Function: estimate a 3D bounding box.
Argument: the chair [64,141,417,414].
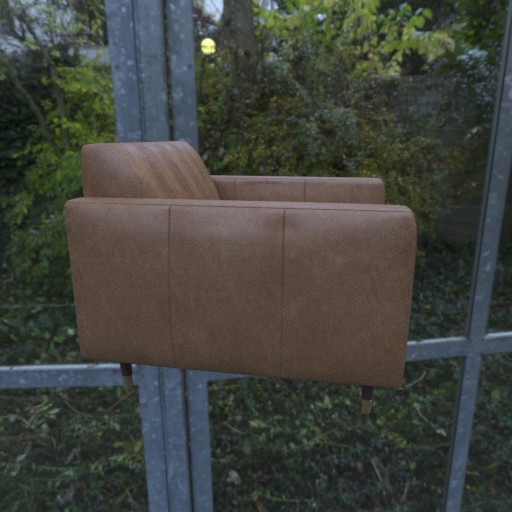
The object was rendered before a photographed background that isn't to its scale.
[{"bbox_3d":[0.000,0.000,1.646,0.998,0.819,0.953,3,15,10],"label":"chair"}]
